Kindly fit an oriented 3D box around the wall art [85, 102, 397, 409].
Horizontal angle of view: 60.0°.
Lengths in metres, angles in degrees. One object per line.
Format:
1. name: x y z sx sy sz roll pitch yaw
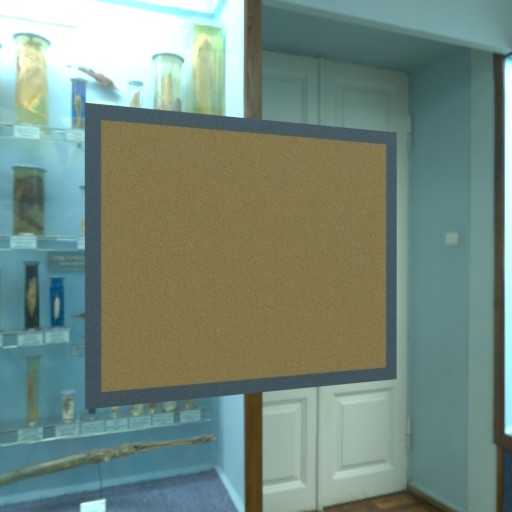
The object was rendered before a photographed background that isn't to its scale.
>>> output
1. wall art: 0.000 0.000 0.916 0.660 0.558 0.026 0 0 -17
